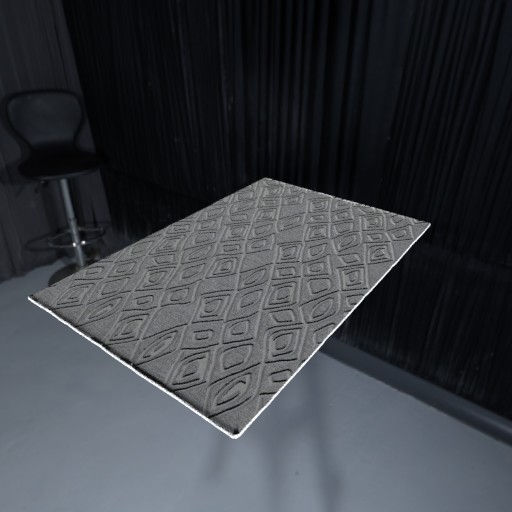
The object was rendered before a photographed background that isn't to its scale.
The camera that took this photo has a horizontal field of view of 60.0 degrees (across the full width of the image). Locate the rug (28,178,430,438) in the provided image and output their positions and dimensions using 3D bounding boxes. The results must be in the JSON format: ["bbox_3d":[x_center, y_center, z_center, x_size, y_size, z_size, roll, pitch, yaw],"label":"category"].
[{"bbox_3d":[0.000,0.000,2.318,1.224,0.016,1.832,21,37,31],"label":"rug"}]
